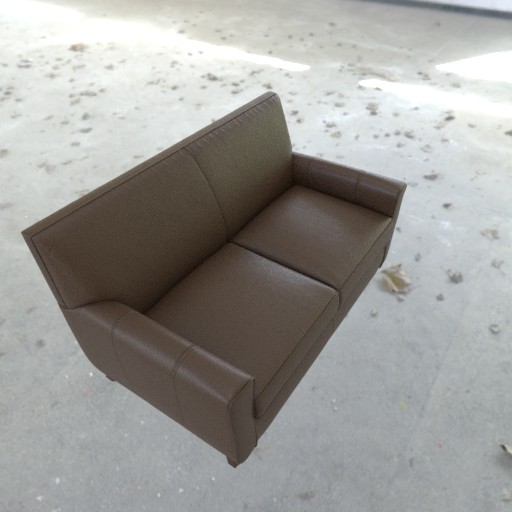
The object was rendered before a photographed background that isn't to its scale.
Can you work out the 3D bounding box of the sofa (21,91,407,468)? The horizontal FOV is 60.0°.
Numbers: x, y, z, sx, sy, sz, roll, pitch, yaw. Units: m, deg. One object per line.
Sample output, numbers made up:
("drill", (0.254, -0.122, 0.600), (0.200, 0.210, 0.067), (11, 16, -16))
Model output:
("sofa", (0.000, 0.000, 1.981), (0.853, 0.859, 1.468), (24, 46, 25))
